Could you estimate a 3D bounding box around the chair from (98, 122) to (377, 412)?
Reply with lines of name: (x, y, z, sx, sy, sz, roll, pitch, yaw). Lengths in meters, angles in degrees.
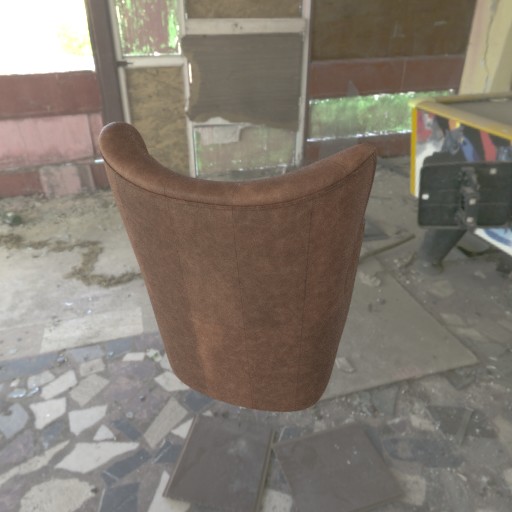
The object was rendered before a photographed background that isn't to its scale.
chair: (0.000, 0.000, 1.738, 0.831, 1.079, 0.930, 10, 32, 16)
